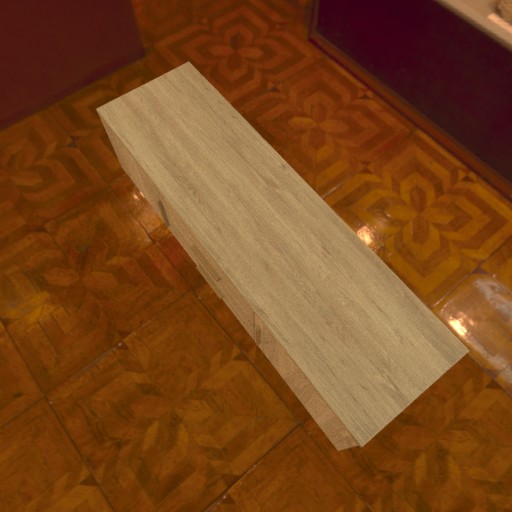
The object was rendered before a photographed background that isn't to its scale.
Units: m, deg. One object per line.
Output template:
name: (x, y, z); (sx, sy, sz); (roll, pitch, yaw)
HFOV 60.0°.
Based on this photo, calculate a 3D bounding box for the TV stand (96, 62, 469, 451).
TV stand: (0.000, 0.000, 1.567); (0.401, 0.565, 1.313); (-34, 69, -15)
